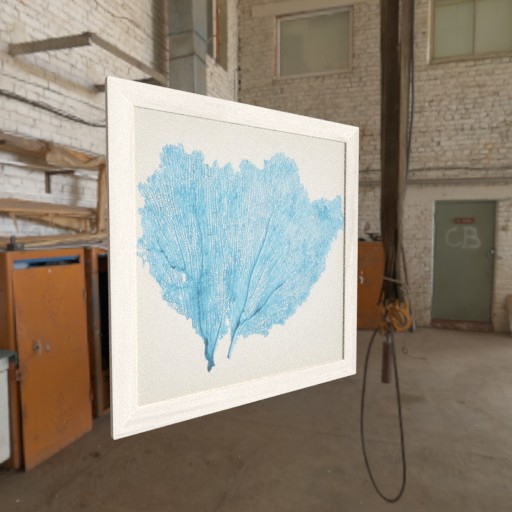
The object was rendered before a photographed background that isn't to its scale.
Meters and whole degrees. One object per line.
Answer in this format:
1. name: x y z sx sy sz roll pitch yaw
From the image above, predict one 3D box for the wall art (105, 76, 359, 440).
1. wall art: 0.000 0.000 0.885 0.584 0.584 0.013 -2 4 -36
